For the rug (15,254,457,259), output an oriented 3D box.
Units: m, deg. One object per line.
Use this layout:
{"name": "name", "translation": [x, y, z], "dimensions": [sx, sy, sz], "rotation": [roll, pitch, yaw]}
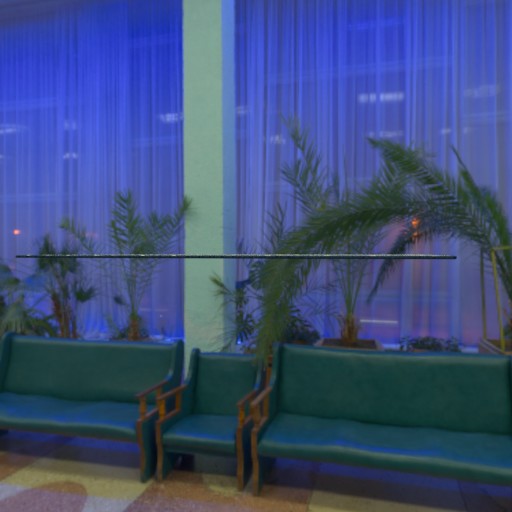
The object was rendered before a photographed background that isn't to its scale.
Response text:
{"name": "rug", "translation": [0.000, 0.000, 3.803], "dimensions": [2.881, 0.020, 2.270], "rotation": [0, 0, 17]}
